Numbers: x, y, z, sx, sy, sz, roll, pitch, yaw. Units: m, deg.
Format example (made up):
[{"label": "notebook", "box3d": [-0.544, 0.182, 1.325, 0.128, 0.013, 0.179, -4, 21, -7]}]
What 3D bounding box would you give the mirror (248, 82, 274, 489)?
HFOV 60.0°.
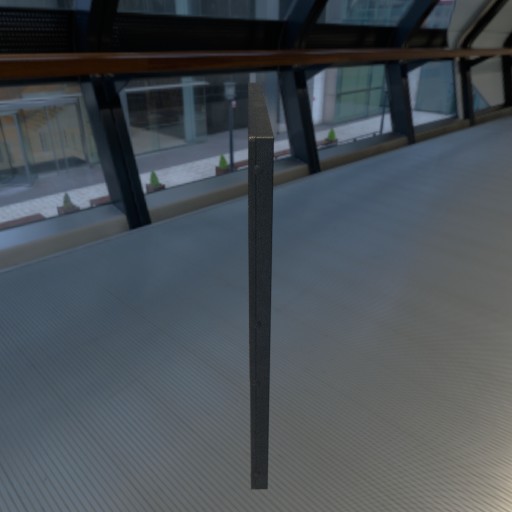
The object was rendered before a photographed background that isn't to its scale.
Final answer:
[{"label": "mirror", "box3d": [0.000, 0.000, 0.569, 0.020, 0.381, 0.382, 0, 27, -1]}]
